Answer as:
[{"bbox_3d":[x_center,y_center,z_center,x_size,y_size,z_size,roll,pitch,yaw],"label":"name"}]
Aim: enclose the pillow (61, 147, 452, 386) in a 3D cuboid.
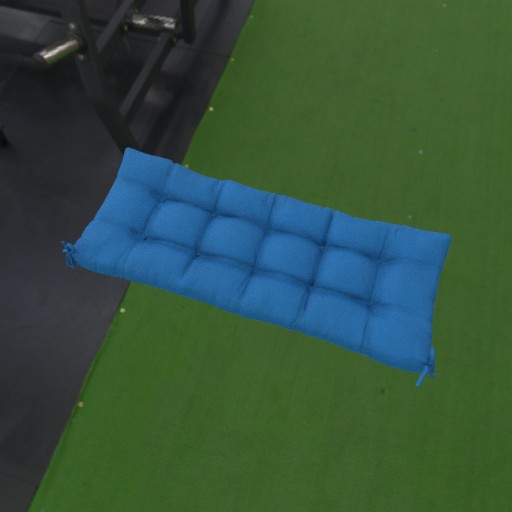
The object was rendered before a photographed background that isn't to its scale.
[{"bbox_3d":[0.000,0.000,1.387,1.194,0.174,0.511,16,65,8],"label":"pillow"}]
